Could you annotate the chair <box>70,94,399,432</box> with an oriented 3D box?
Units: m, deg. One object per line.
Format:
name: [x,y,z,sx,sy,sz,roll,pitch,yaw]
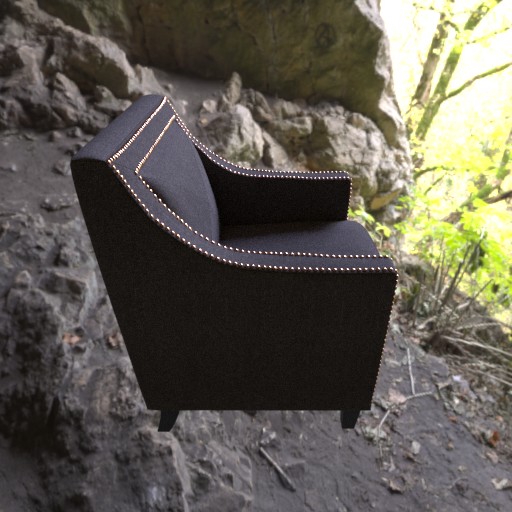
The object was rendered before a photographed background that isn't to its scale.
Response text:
chair: [0.000,0.000,1.578,0.884,0.967,0.776,0,31,0]
